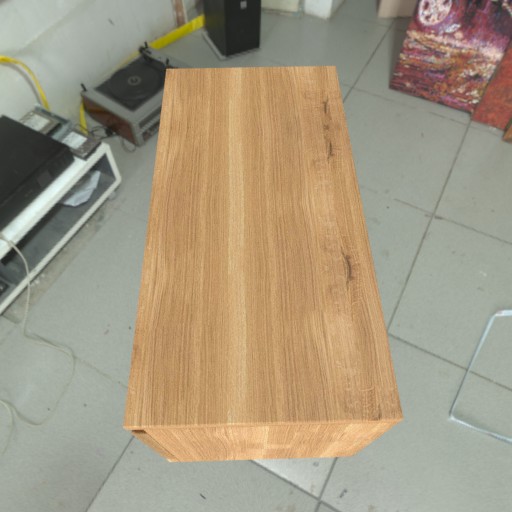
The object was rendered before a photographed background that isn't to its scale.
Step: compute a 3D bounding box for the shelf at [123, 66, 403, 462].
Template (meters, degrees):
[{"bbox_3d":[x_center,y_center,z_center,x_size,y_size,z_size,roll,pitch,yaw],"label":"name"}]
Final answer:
[{"bbox_3d":[0.000,0.000,1.007,0.400,0.400,0.800,-1,59,-1],"label":"shelf"}]
